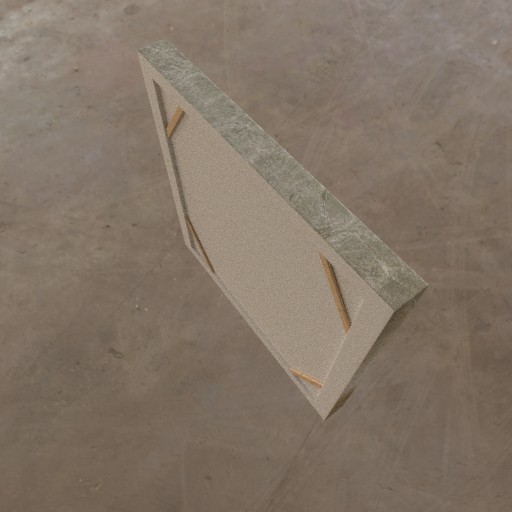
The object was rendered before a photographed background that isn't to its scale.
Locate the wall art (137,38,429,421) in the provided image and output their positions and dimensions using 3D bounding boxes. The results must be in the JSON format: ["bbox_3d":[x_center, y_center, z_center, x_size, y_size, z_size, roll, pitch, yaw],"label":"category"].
[{"bbox_3d":[0.000,0.000,0.601,0.038,0.407,0.405,-32,64,-18],"label":"wall art"}]
